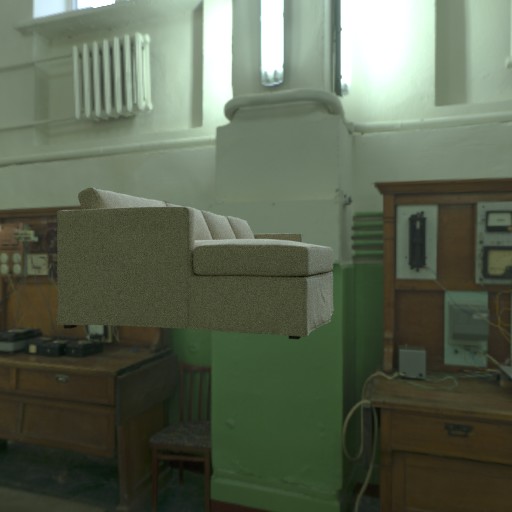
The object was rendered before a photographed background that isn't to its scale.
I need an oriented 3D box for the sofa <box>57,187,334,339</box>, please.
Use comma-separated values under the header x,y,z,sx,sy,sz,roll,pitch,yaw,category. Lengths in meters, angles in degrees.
x,y,z,sx,sy,sz,roll,pitch,yaw,category
0.000,0.000,4.033,1.650,0.922,3.205,0,0,18,sofa
